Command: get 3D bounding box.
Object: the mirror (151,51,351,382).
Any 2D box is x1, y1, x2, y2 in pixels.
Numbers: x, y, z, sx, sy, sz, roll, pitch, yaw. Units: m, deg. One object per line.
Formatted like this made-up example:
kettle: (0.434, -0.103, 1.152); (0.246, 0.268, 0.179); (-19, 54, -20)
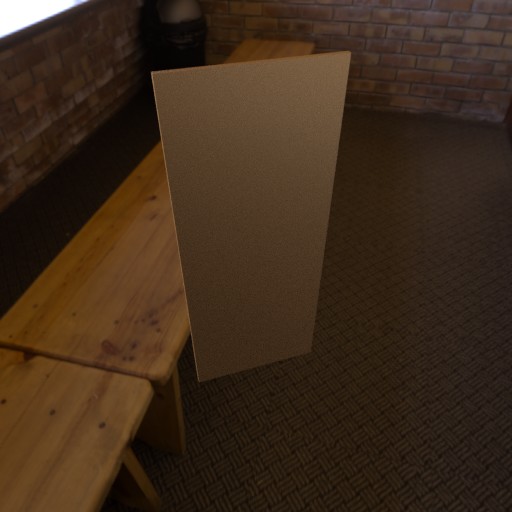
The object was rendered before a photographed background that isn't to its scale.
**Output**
mirror: (0.000, 0.000, 2.409); (0.812, 2.031, 0.025); (-12, 43, -13)
